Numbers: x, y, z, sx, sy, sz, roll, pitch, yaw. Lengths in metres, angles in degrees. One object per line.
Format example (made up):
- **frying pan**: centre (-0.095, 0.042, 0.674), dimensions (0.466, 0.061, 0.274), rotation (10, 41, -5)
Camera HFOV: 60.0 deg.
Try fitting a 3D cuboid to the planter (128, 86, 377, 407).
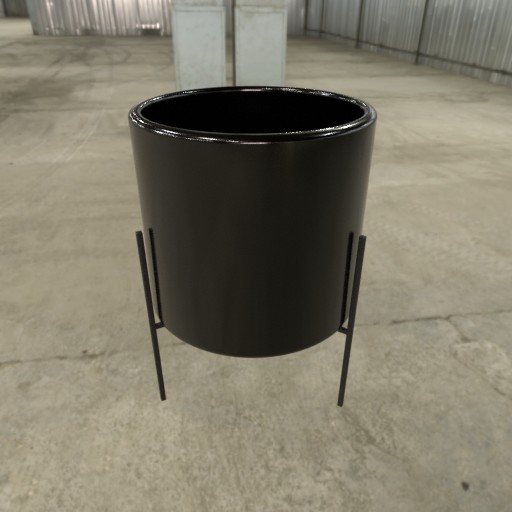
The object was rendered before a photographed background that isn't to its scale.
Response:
- **planter**: centre (0.000, 0.000, 0.655), dimensions (0.310, 0.432, 0.310), rotation (9, 31, 15)
